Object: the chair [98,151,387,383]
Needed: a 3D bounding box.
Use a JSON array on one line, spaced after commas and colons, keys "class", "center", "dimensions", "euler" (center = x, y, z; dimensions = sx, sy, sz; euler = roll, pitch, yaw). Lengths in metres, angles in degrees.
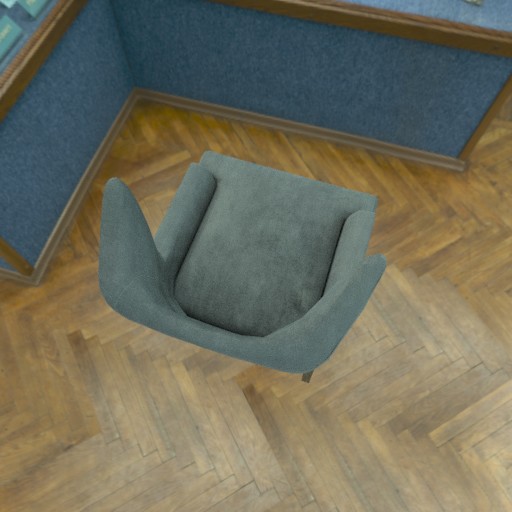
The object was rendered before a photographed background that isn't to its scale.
[{"class": "chair", "center": [0.000, 0.000, 1.637], "dimensions": [0.784, 0.950, 0.906], "euler": [17, 65, 8]}]
